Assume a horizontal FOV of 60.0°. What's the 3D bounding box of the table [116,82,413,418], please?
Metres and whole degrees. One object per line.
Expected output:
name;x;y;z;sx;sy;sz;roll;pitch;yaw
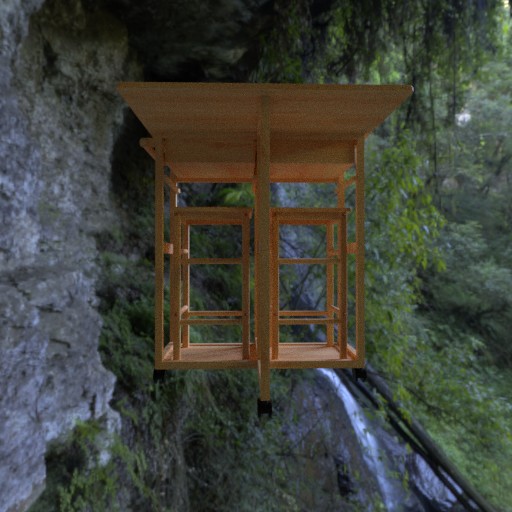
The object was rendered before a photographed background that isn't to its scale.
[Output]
table;0.000;0.000;1.412;0.752;0.832;0.693;0;0;-2
